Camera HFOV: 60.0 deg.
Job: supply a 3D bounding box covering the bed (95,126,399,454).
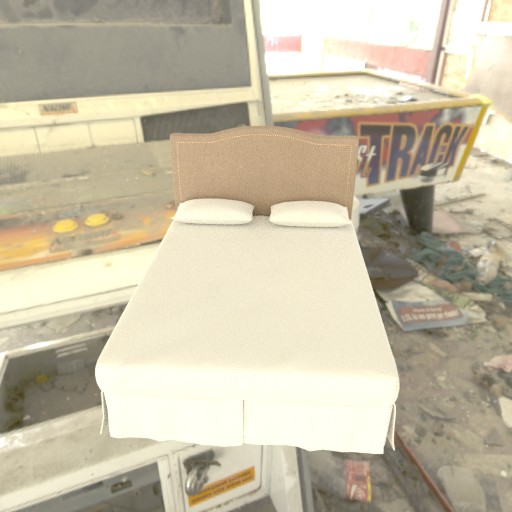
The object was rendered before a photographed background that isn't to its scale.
[{"bbox_3d":[0.000,0.000,3.338,1.821,1.436,2.282,2,29,3],"label":"bed"}]
